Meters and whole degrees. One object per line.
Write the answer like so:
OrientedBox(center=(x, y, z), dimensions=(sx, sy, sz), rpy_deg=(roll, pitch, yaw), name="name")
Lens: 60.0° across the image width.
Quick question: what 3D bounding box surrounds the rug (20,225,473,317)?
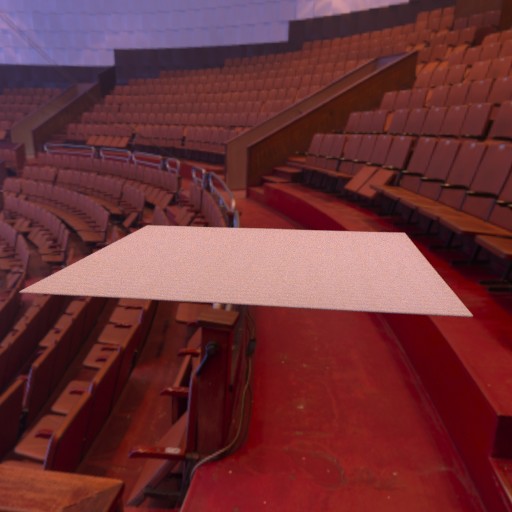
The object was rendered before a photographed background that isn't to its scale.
OrientedBox(center=(0.000, 0.000, 4.085), dimensions=(3.055, 0.021, 2.410), rpy_deg=(2, 15, 8), name="rug")
